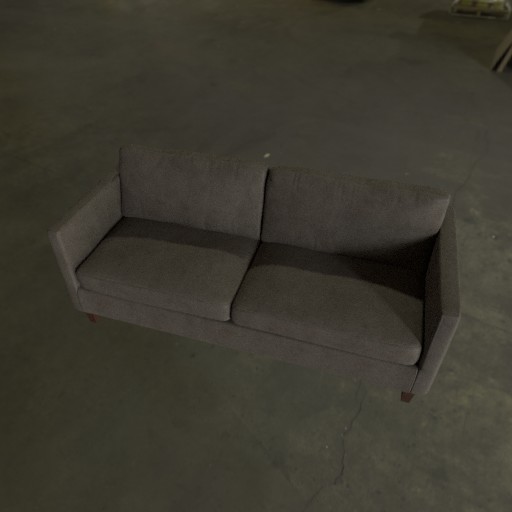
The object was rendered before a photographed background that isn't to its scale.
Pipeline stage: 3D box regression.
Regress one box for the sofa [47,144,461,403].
[{"bbox_3d":[0.000,0.000,2.711,2.208,0.965,0.951,11,42,13],"label":"sofa"}]
